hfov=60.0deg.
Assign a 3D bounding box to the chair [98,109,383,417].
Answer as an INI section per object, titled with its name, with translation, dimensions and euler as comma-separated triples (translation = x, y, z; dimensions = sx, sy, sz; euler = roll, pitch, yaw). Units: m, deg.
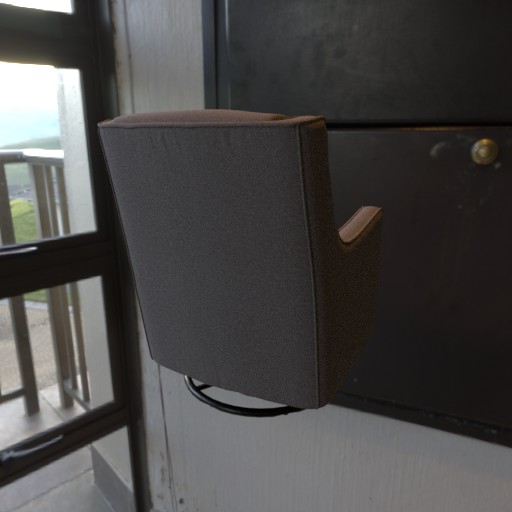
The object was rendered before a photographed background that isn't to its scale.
[chair]
translation = 0.000, 0.000, 1.623
dimensions = 0.732, 0.993, 0.879
euler = 8, 18, 27
